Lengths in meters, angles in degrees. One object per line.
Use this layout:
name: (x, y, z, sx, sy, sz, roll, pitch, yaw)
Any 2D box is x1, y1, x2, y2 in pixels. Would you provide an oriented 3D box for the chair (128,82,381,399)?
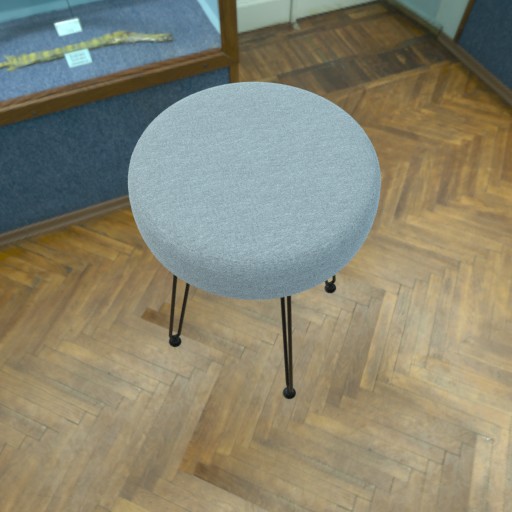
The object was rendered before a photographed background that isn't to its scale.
chair: (0.000, 0.000, 0.690, 0.350, 0.440, 0.350, -18, 59, -11)
